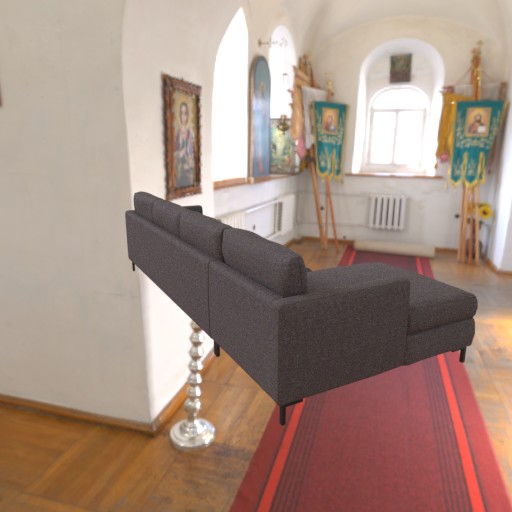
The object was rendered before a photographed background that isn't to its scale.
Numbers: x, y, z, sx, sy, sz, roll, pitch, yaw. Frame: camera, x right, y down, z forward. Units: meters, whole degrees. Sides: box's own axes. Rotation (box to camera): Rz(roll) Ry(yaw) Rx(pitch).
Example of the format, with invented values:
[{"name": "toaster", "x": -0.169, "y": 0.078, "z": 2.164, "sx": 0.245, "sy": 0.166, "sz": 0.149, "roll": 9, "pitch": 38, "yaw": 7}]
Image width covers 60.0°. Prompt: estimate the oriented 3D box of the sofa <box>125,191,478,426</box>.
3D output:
[{"name": "sofa", "x": 0.000, "y": 0.000, "z": 3.217, "sx": 1.258, "sy": 0.754, "sz": 2.731, "roll": -8, "pitch": 17, "yaw": -28}]
